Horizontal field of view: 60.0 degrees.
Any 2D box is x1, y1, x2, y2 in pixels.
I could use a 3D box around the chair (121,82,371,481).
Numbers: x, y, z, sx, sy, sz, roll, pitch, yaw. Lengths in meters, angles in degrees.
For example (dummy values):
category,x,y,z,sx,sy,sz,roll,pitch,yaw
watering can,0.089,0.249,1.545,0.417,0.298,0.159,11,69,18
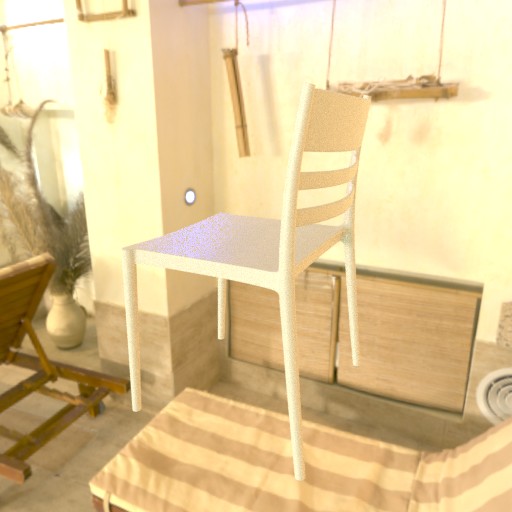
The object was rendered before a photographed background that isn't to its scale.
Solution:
category,x,y,z,sx,sy,sz,roll,pitch,yaw
chair,0.000,0.000,1.152,0.511,0.800,0.531,8,19,25
